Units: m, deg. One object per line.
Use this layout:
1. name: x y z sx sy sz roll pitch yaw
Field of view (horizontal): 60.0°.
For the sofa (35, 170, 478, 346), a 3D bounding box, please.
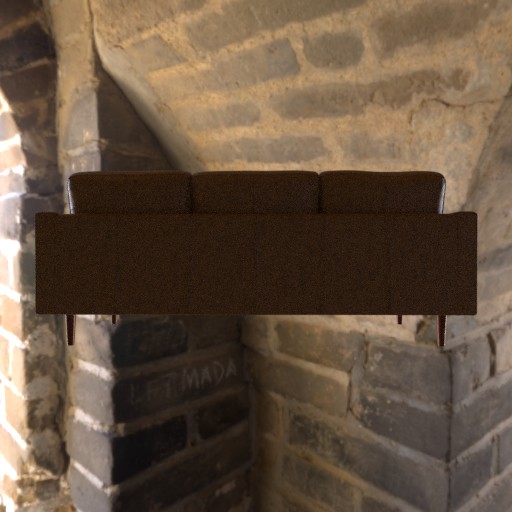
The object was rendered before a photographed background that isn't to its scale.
1. sofa: 0.000 0.000 2.677 2.231 0.930 0.903 0 1 1
